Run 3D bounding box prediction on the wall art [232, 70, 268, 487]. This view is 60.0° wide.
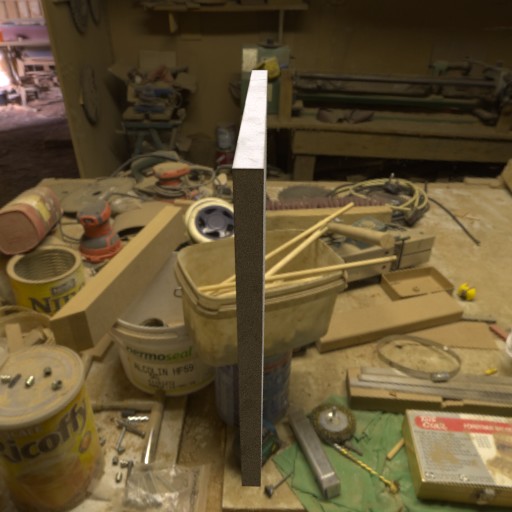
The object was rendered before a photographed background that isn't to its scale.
[{"bbox_3d":[0.000,0.000,0.752,0.029,0.506,0.508,1,32,1],"label":"wall art"}]
